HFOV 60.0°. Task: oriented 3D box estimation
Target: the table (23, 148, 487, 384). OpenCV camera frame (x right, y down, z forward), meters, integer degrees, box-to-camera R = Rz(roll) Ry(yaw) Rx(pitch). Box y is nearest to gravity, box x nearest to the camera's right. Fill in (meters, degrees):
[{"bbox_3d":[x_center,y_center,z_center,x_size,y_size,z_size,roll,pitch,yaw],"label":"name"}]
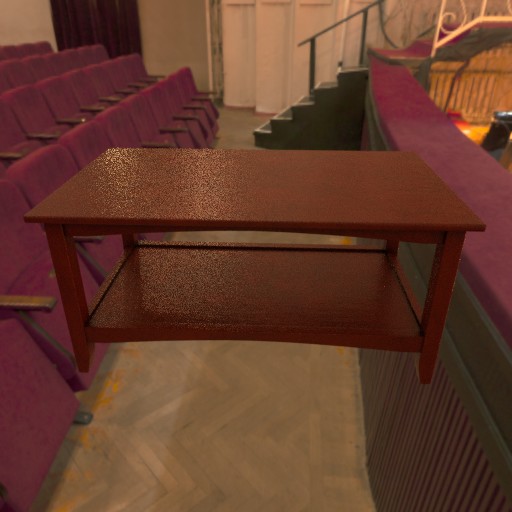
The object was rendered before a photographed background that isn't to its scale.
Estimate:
[{"bbox_3d":[0.000,0.000,1.239,0.943,0.456,0.533,1,29,2],"label":"table"}]
